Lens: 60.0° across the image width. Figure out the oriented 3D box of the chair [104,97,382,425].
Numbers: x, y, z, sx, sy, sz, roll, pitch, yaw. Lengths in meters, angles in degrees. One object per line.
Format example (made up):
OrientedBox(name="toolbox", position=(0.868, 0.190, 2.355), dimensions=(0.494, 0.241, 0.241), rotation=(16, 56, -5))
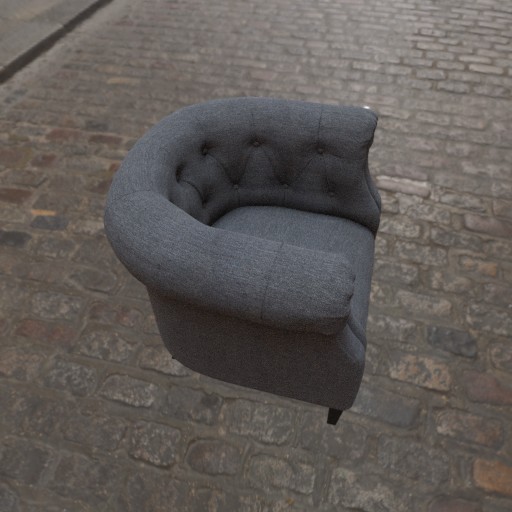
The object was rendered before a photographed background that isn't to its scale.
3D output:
OrientedBox(name="chair", position=(0.000, 0.000, 1.585), dimensions=(0.852, 0.827, 0.905), rotation=(11, 49, 10))
